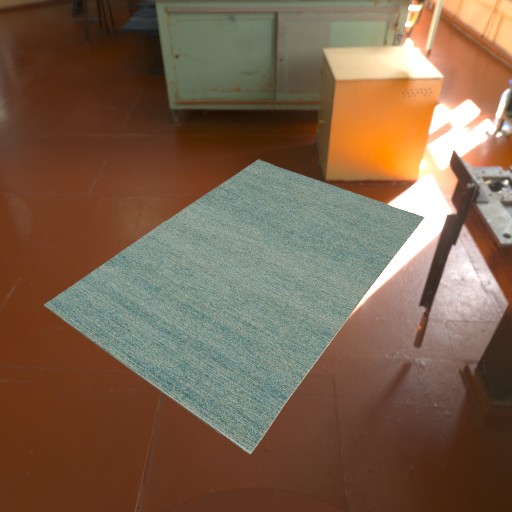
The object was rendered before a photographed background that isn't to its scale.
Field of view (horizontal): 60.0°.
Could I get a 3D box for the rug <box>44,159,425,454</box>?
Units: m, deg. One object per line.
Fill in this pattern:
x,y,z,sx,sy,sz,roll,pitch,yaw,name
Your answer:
0.000,0.000,3.091,1.593,0.029,2.305,25,47,26,rug
